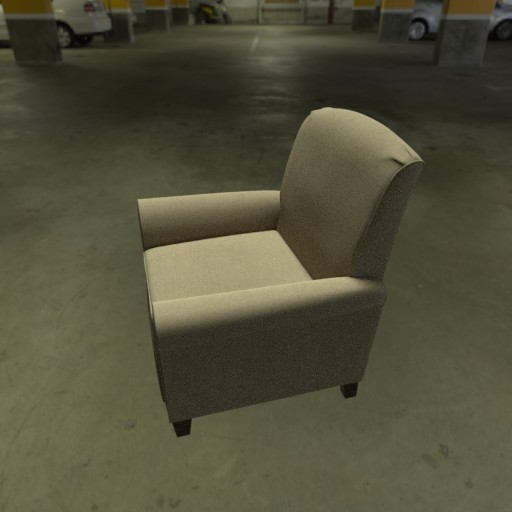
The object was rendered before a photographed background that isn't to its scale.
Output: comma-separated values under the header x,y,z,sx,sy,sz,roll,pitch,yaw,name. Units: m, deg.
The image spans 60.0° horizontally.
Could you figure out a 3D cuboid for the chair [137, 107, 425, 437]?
x,y,z,sx,sy,sz,roll,pitch,yaw,name
0.000,0.000,1.796,0.905,1.061,0.978,-8,31,-14,chair
